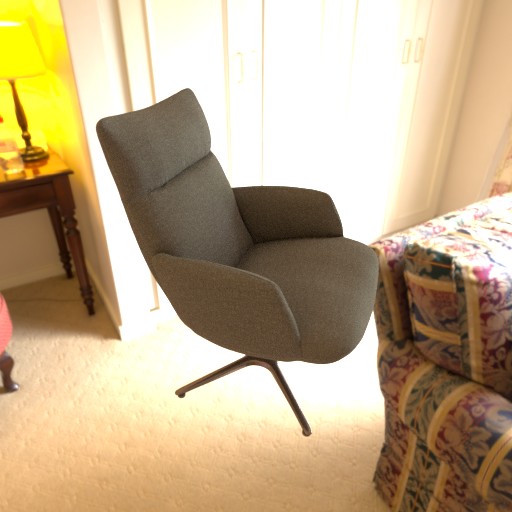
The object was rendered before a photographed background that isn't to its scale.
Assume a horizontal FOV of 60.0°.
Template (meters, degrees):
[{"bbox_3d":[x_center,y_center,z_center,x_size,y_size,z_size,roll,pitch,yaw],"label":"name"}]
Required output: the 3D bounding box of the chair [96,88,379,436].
[{"bbox_3d":[0.000,0.000,1.535,0.831,0.984,0.702,11,32,17],"label":"chair"}]
